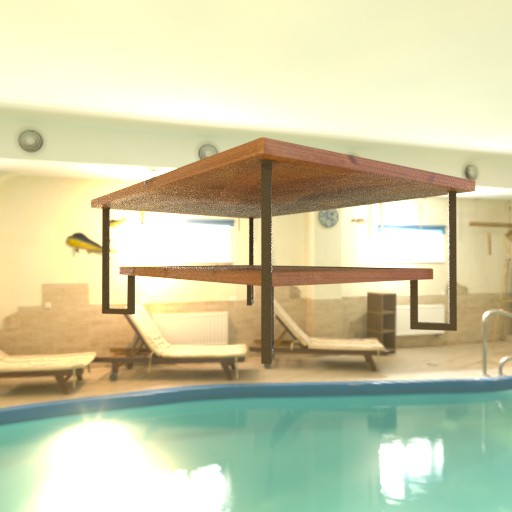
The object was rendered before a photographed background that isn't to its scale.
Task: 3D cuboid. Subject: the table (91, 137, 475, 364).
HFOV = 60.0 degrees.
[{"bbox_3d":[0.000,0.000,1.687,0.877,0.492,1.238,0,-1,-36],"label":"table"}]
